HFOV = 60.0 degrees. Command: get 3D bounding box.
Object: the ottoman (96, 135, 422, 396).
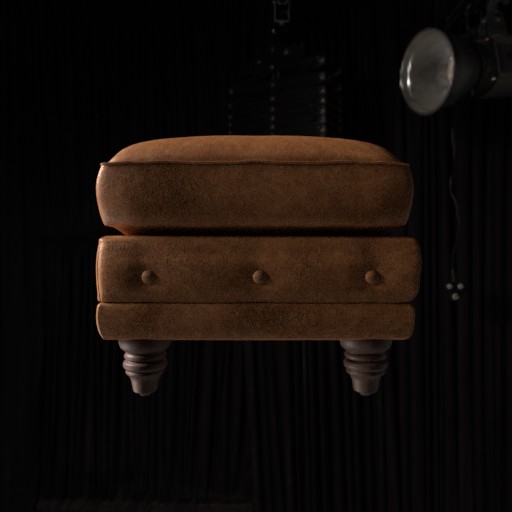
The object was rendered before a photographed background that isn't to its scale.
[{"bbox_3d":[0.000,0.000,1.057,0.533,0.480,0.710,0,0,0],"label":"ottoman"}]
